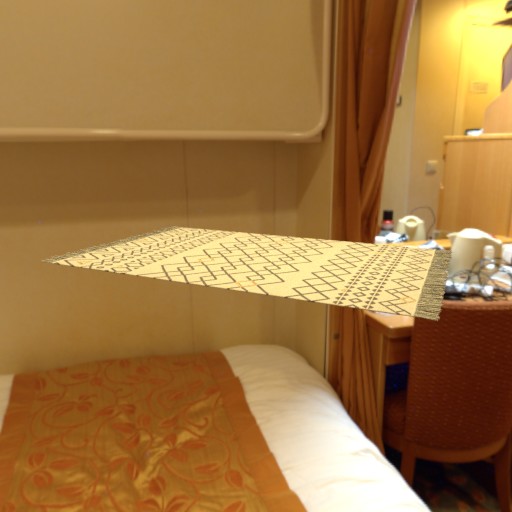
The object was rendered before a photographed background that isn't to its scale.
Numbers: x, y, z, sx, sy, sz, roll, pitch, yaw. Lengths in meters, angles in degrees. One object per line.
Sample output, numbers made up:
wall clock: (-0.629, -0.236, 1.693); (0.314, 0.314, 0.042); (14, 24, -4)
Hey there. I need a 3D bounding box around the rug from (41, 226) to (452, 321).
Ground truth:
rug: (0.000, 0.000, 3.076); (2.472, 0.035, 1.495); (6, 15, 24)
